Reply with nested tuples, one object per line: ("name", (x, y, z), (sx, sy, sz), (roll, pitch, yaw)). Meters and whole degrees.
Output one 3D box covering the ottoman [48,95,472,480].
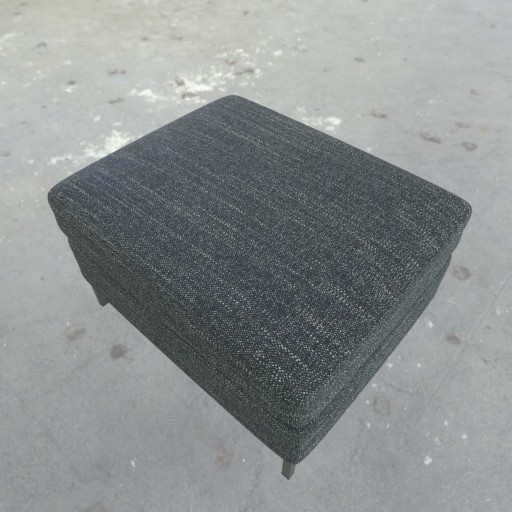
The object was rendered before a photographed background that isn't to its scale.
("ottoman", (0.000, 0.000, 1.180), (0.814, 0.491, 0.667), (34, 56, 27))
